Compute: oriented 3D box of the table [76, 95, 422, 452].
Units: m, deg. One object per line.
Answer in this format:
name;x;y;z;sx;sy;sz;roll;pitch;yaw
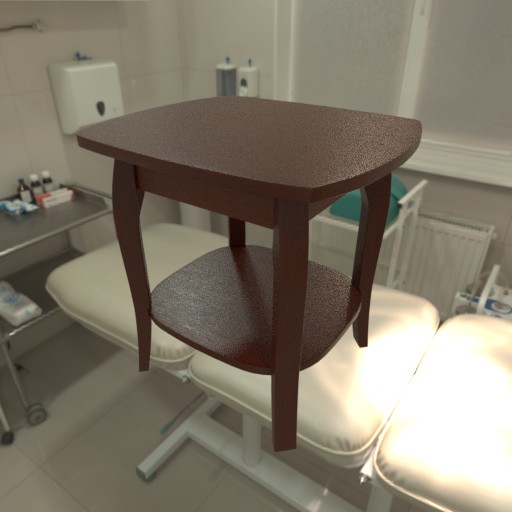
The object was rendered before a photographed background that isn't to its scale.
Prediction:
table;0.000;0.000;0.859;0.502;0.496;0.433;19;35;30
